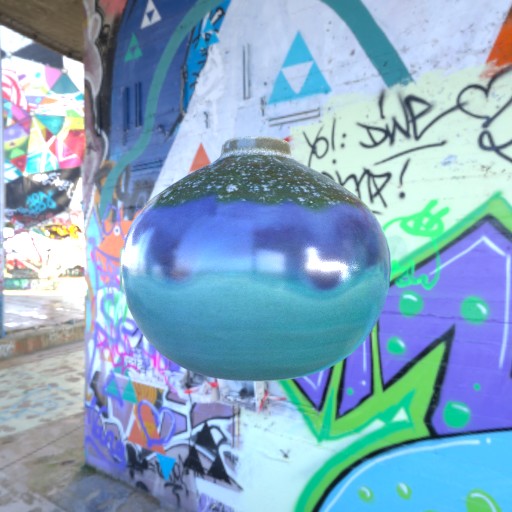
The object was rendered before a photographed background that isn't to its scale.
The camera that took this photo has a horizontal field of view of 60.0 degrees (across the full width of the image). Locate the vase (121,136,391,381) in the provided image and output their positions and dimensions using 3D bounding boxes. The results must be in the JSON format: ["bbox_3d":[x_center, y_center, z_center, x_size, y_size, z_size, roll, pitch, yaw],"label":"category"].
[{"bbox_3d":[0.000,0.000,0.264,0.154,0.133,0.154,0,0,0],"label":"vase"}]
